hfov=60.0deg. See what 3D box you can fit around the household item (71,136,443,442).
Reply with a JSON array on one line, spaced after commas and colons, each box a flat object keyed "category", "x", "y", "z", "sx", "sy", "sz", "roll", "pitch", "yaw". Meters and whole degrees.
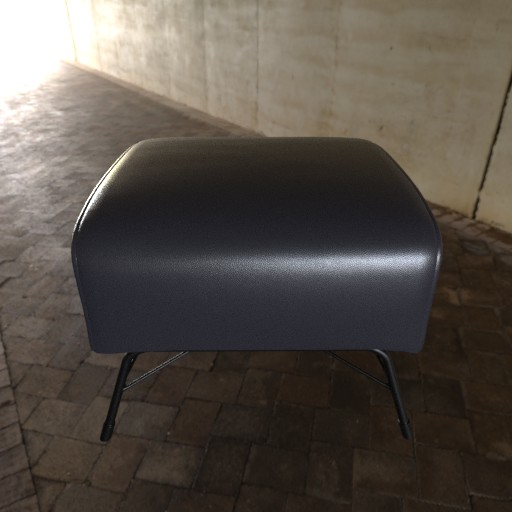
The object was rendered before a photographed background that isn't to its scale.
[{"category": "household item", "x": 0.000, "y": 0.000, "z": 0.869, "sx": 0.530, "sy": 0.410, "sz": 0.530, "roll": 0, "pitch": 30, "yaw": 0}]
